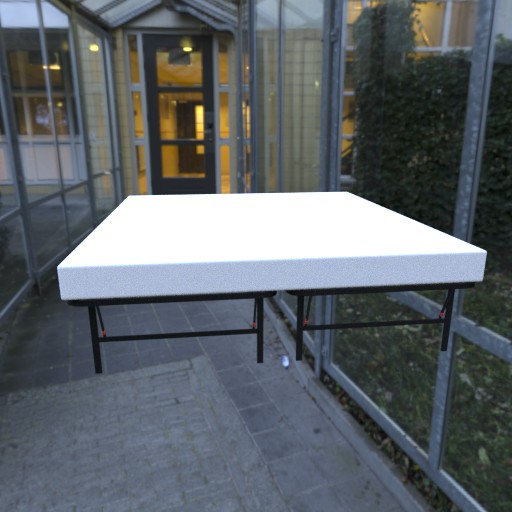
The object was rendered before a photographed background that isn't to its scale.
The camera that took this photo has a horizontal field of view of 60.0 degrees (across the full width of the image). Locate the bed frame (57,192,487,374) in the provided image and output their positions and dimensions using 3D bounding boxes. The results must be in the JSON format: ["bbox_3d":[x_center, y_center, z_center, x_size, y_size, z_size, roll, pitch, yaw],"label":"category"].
[{"bbox_3d":[0.000,0.000,3.006,1.930,0.559,2.032,-2,16,-7],"label":"bed frame"}]
